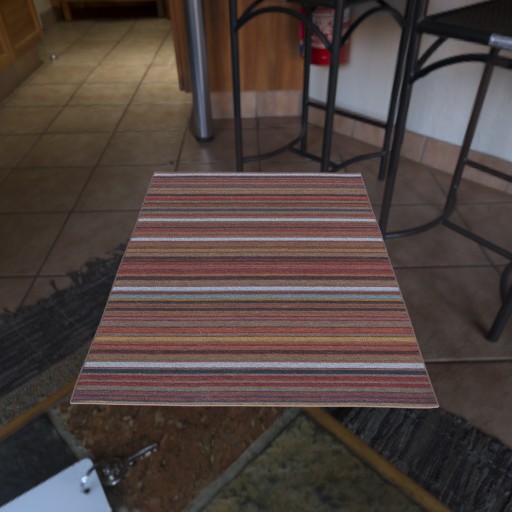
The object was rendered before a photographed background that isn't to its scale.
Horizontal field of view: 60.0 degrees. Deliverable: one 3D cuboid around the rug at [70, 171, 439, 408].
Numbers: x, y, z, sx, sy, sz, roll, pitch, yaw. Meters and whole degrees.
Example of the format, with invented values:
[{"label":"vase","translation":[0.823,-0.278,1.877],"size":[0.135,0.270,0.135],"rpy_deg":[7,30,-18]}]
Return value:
[{"label":"rug","translation":[0.000,0.000,4.120],"size":[2.479,0.023,3.092],"rpy_deg":[1,40,1]}]
